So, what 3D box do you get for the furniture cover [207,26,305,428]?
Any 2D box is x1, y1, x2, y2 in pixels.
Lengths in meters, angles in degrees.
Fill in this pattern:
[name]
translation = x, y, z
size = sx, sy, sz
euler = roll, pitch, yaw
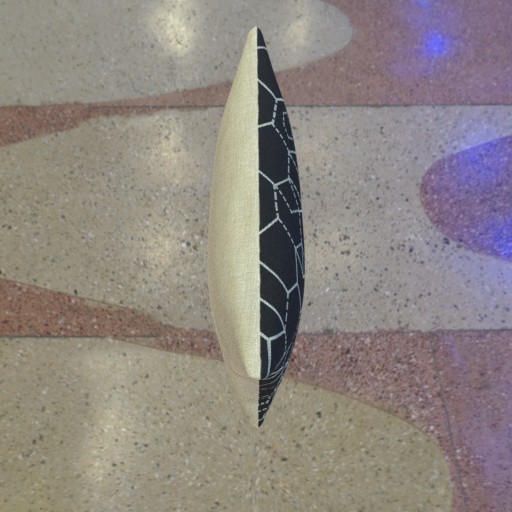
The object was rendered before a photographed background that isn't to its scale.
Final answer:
[furniture cover]
translation = 0.000, 0.000, 0.771
size = 0.158, 0.508, 0.517
euler = 0, 64, 0
